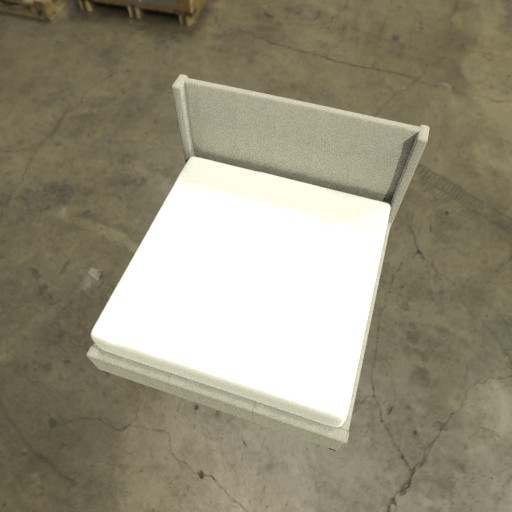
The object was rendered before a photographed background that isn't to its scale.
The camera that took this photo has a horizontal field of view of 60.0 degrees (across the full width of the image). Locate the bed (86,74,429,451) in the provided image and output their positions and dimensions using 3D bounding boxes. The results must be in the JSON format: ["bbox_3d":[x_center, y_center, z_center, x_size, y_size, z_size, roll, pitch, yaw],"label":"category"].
[{"bbox_3d":[0.000,0.000,3.696,2.140,1.470,2.280,15,59,10],"label":"bed"}]
